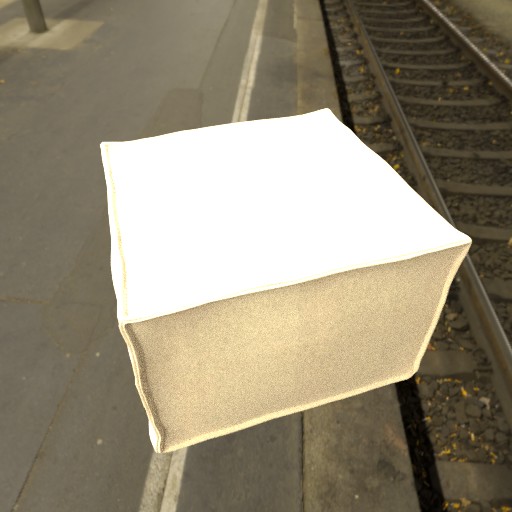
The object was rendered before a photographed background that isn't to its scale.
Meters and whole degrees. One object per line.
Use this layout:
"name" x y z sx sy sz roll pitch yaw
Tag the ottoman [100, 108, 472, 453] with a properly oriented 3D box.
"ottoman" 0.000 0.000 1.152 0.707 0.470 0.696 -12 43 -13
